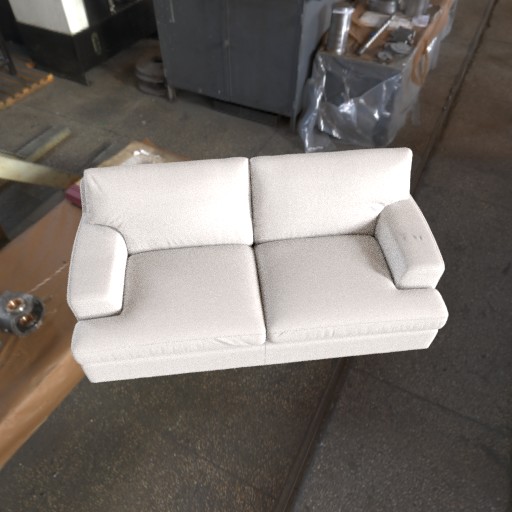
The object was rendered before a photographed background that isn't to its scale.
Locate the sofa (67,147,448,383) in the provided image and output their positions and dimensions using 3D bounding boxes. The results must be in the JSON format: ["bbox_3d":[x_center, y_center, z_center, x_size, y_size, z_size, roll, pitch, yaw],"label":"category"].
[{"bbox_3d":[0.000,0.000,2.833,2.261,0.940,1.143,-5,48,-4],"label":"sofa"}]
